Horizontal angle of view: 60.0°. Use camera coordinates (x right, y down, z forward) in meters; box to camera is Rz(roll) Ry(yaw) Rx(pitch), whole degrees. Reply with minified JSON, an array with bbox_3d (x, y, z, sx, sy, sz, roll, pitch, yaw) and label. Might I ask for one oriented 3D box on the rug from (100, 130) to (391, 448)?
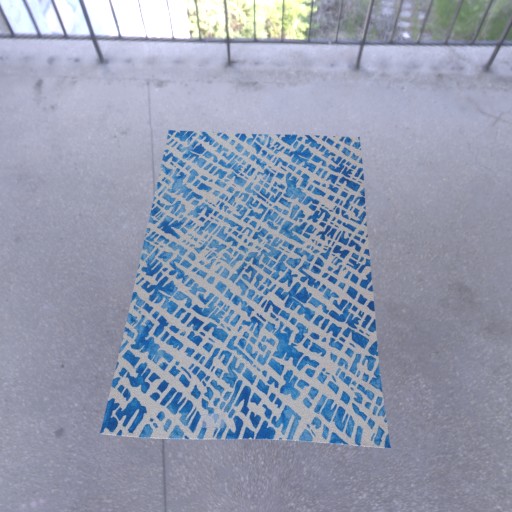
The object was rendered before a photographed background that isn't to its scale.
[{"bbox_3d":[0.000,0.000,2.317,1.209,0.011,1.830,3,58,2],"label":"rug"}]
